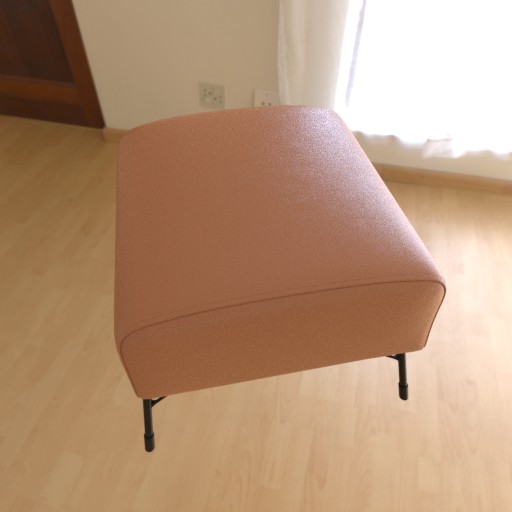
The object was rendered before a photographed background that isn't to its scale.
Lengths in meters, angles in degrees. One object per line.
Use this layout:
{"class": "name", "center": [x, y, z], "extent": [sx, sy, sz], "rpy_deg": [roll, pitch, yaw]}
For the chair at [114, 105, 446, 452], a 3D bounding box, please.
{"class": "chair", "center": [0.000, 0.000, 0.891], "extent": [0.530, 0.410, 0.530], "rpy_deg": [-8, 48, -8]}
